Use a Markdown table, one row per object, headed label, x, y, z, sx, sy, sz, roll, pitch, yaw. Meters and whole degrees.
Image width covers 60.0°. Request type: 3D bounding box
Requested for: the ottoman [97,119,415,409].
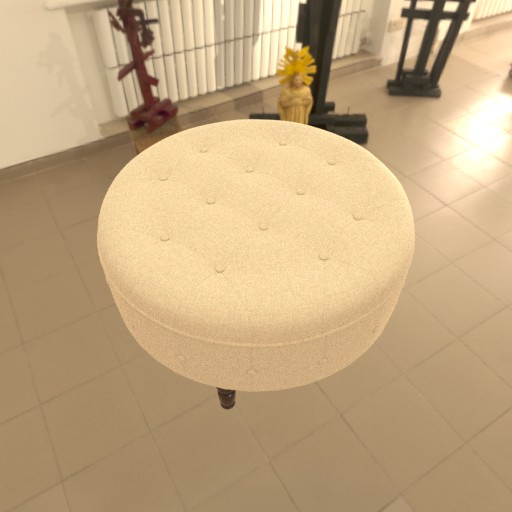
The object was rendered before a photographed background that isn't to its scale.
| label | x | y | z | sx | sy | sz | roll | pitch | yaw |
| --- | --- | --- | --- | --- | --- | --- | --- | --- | --- |
| ottoman | 0.000 | 0.000 | 1.339 | 0.848 | 0.494 | 0.848 | 0 | 46 | 0 |
